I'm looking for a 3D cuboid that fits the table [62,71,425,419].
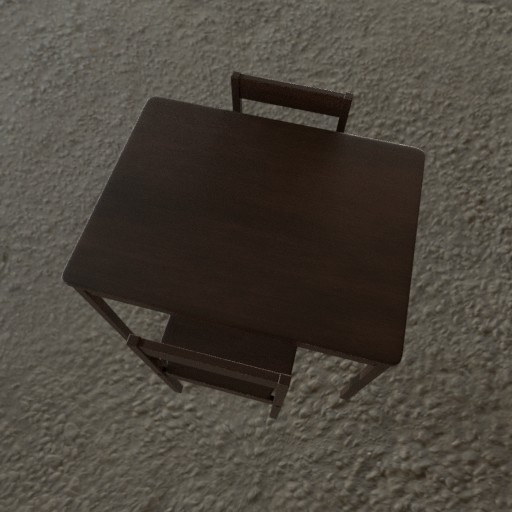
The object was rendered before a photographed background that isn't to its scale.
[{"bbox_3d":[0.000,0.000,1.104,0.650,0.503,0.672,13,65,6],"label":"table"}]
